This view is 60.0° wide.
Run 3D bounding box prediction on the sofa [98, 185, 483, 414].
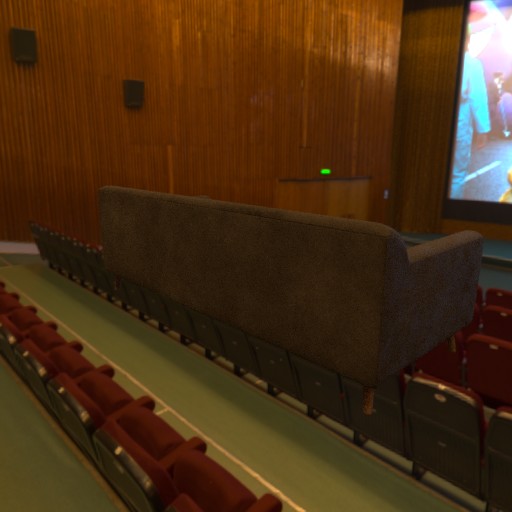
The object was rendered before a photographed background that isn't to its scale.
[{"bbox_3d":[0.000,0.000,2.599,0.900,0.740,2.190,-13,19,-42],"label":"sofa"}]
